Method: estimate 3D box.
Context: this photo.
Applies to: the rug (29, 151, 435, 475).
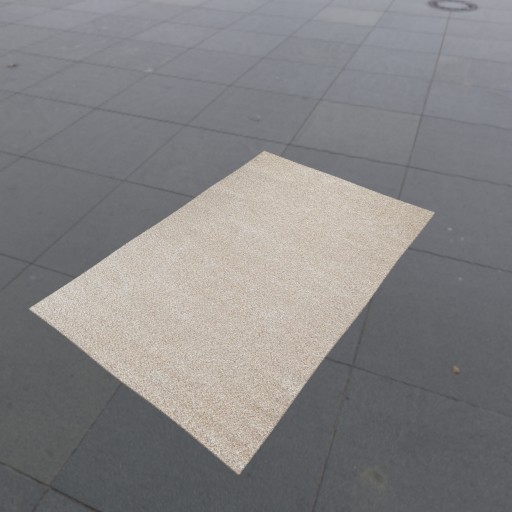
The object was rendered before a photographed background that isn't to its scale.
[{"bbox_3d":[0.000,0.000,3.389,1.800,0.025,2.699,26,48,26],"label":"rug"}]
